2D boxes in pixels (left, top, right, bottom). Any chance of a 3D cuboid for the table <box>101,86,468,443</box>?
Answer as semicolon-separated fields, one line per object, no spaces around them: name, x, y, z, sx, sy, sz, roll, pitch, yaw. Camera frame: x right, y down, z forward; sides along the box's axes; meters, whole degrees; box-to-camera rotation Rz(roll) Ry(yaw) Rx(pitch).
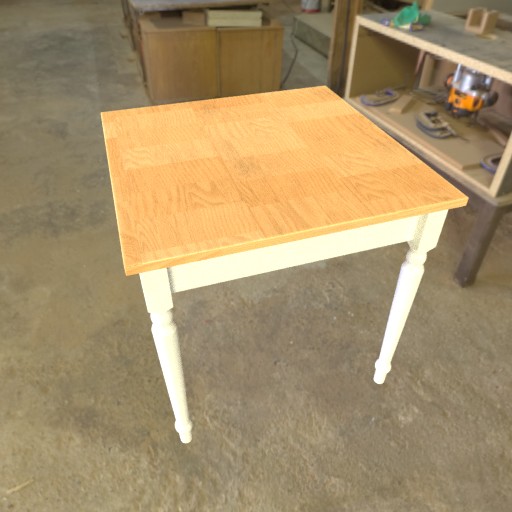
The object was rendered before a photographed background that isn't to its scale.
table;0.000;0.000;1.400;0.747;0.738;0.747;-12;42;-14
